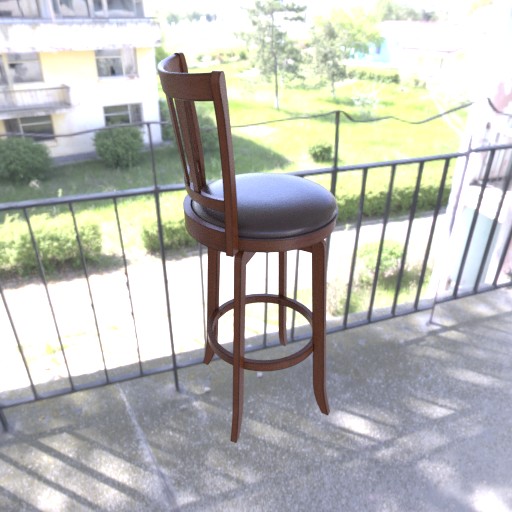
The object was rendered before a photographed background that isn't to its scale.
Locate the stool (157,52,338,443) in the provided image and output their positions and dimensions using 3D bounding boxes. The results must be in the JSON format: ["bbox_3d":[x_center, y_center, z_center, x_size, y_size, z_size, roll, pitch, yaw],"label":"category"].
[{"bbox_3d":[0.000,0.000,1.435,0.503,1.177,0.464,-10,31,-17],"label":"stool"}]
